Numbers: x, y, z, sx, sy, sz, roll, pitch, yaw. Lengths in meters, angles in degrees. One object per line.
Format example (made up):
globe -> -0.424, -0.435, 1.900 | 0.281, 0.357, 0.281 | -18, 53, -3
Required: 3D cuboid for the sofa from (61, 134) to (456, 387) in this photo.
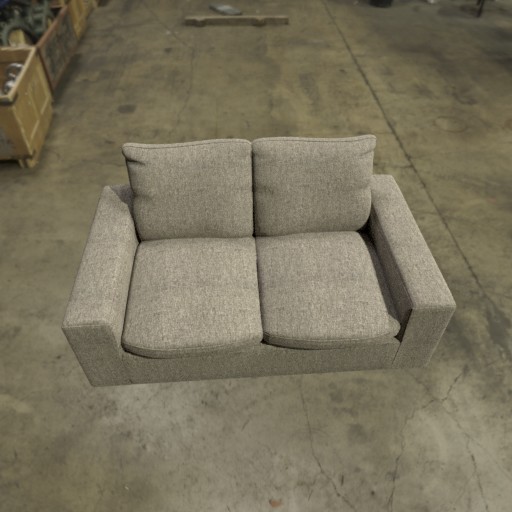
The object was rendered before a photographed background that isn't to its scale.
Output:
sofa -> 0.000, 0.000, 2.355 | 1.758, 0.877, 1.094 | -3, 45, -3
